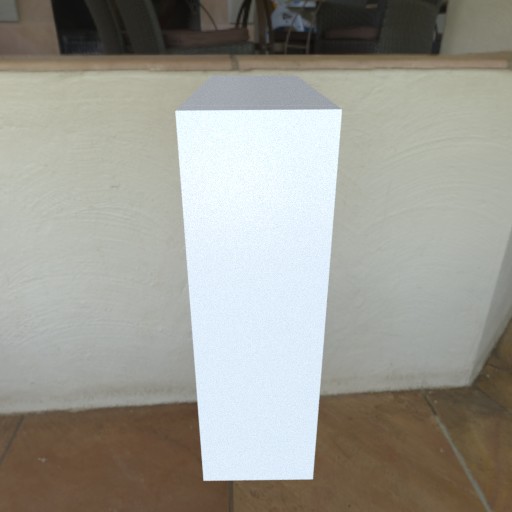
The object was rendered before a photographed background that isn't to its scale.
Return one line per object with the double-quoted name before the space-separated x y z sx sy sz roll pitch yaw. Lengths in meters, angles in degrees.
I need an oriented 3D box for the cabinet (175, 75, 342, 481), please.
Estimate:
"cabinet" 0.000 0.000 1.610 0.348 1.150 0.990 0 26 -1
